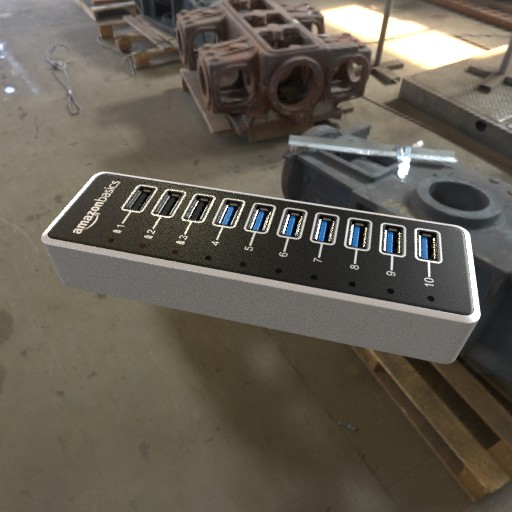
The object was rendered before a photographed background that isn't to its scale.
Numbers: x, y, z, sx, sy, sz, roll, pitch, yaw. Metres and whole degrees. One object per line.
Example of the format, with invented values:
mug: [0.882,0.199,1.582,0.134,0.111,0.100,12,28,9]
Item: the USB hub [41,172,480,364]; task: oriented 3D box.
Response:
USB hub: [0.000,0.000,0.162,0.145,0.023,0.044,10,46,10]
